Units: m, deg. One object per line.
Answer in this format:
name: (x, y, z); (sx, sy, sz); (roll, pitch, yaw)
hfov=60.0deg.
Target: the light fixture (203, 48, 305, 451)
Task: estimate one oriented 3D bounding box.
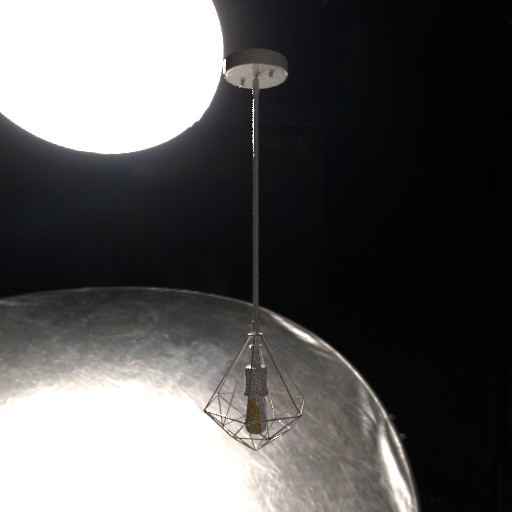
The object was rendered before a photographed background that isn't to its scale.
light fixture: (0.000, 0.000, 2.023); (0.487, 1.764, 0.431); (0, -1, -20)
